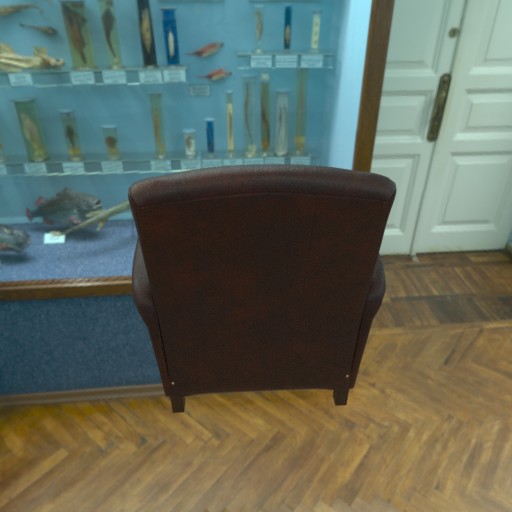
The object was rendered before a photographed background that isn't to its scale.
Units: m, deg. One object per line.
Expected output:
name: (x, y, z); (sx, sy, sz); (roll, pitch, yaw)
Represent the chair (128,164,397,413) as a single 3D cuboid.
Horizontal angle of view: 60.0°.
chair: (0.000, 0.000, 1.809); (0.978, 1.061, 0.902); (-2, 32, -3)
